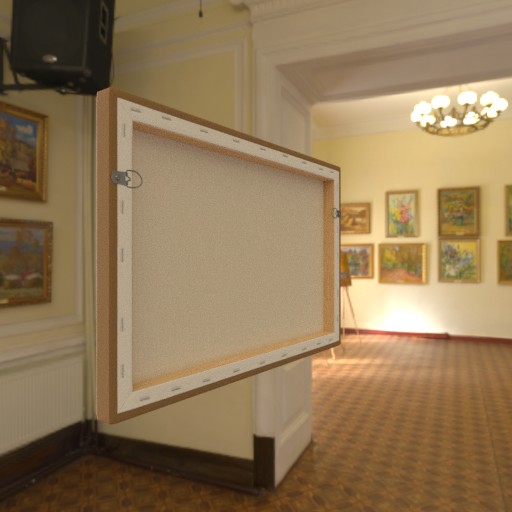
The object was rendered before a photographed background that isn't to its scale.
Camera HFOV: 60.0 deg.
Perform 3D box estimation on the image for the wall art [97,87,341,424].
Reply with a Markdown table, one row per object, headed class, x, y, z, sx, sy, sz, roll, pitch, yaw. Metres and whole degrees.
| class | x | y | z | sx | sy | sz | roll | pitch | yaw |
| --- | --- | --- | --- | --- | --- | --- | --- | --- | --- |
| wall art | 0.000 | 0.000 | 0.486 | 0.019 | 0.254 | 0.380 | 0 | 0 | 37 |
